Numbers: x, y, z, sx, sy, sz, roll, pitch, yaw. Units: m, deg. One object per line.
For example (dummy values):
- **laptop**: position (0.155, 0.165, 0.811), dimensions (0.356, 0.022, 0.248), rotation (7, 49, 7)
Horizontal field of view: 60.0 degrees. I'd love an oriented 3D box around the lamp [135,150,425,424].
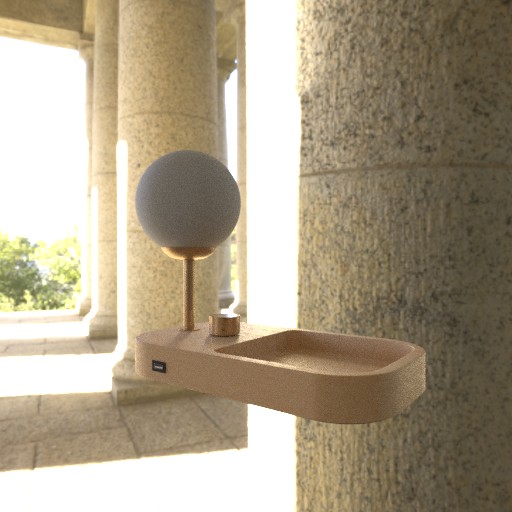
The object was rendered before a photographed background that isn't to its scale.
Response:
- **lamp**: position (0.000, 0.000, 0.475), dimensions (0.331, 0.253, 0.173), rotation (0, 0, 37)
